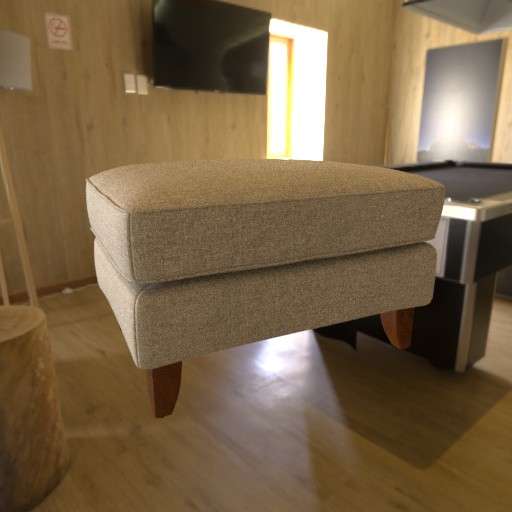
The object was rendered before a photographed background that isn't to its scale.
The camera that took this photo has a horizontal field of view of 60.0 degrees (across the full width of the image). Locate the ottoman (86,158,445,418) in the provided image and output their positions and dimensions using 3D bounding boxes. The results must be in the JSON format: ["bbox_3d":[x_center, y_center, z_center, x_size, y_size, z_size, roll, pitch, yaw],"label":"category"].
[{"bbox_3d":[0.000,0.000,1.341,0.889,0.561,0.661,-8,18,-25],"label":"ottoman"}]
